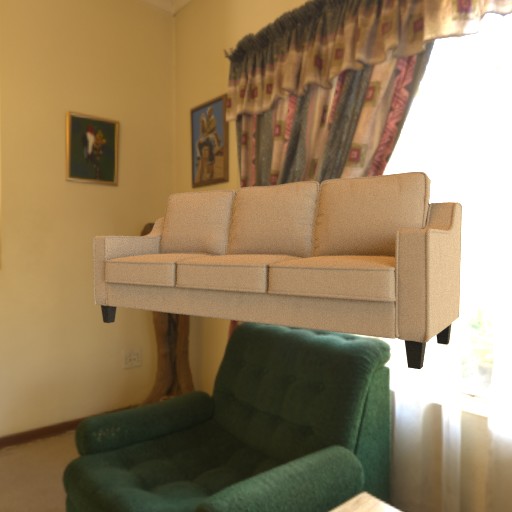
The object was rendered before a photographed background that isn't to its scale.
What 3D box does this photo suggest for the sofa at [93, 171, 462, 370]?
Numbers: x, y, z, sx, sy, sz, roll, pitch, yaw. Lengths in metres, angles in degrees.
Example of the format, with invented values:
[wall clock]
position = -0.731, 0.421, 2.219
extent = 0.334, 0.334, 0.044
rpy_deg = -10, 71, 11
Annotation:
[sofa]
position = 0.000, 0.000, 2.639
extent = 2.131, 0.902, 0.791
rpy_deg = 1, 1, 34
